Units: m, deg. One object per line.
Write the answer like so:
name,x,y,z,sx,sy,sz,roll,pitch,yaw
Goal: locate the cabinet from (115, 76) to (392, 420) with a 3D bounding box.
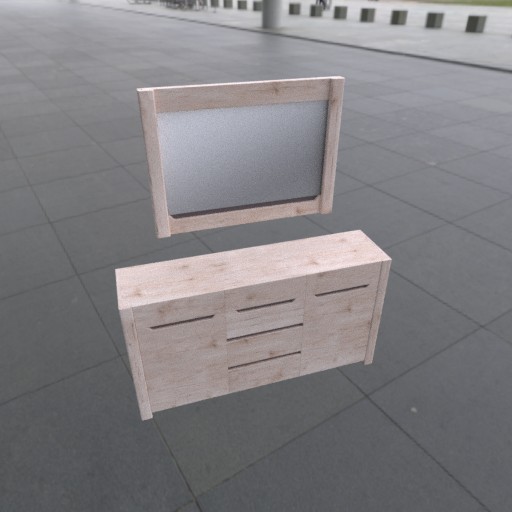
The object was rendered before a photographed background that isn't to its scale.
cabinet,0.000,0.000,2.764,1.700,1.981,0.420,-9,33,-15
